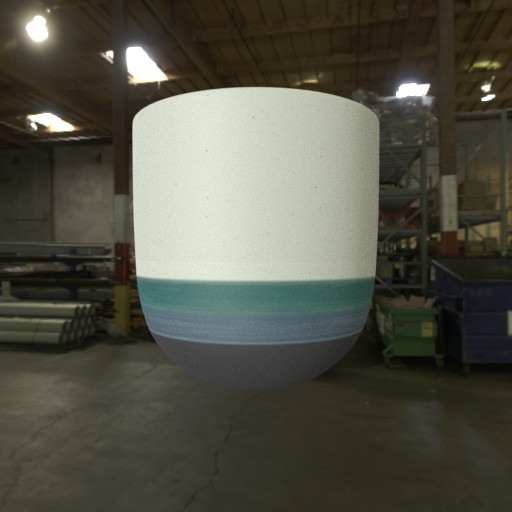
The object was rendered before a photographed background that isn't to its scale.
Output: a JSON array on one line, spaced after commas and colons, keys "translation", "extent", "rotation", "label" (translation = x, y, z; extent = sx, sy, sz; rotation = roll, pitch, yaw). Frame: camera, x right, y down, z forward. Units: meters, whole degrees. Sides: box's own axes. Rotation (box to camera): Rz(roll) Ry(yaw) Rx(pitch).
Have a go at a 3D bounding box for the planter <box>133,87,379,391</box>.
[{"translation": [0.000, 0.000, 0.380], "extent": [0.204, 0.214, 0.204], "rotation": [0, 0, 0], "label": "planter"}]
